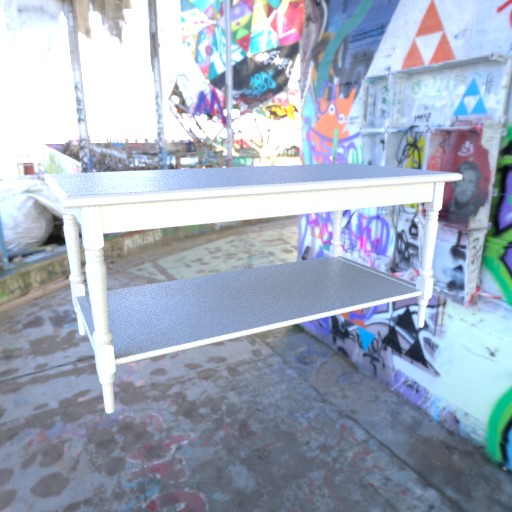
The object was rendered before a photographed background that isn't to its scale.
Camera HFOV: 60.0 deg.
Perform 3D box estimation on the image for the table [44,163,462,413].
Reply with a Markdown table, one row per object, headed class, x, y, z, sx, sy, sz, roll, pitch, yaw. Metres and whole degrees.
| class | x | y | z | sx | sy | sz | roll | pitch | yaw |
| --- | --- | --- | --- | --- | --- | --- | --- | --- | --- |
| table | 0.000 | 0.000 | 1.378 | 1.109 | 0.506 | 0.551 | -8 | 17 | -27 |
